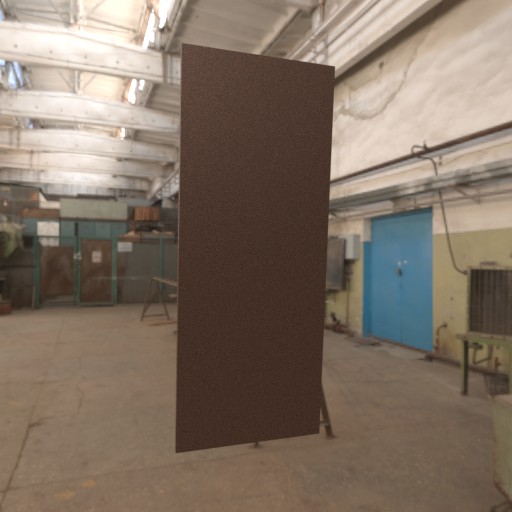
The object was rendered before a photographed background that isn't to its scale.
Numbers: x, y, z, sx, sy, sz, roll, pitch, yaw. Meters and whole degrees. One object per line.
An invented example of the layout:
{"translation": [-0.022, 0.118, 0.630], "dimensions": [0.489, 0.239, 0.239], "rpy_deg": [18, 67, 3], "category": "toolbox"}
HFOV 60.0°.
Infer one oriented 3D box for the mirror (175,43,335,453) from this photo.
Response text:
{"translation": [0.000, 0.000, 2.326], "dimensions": [0.812, 2.020, 0.221], "rpy_deg": [0, 0, -18], "category": "mirror"}
